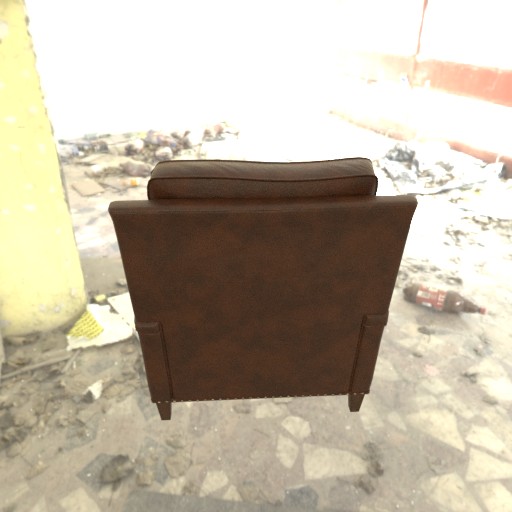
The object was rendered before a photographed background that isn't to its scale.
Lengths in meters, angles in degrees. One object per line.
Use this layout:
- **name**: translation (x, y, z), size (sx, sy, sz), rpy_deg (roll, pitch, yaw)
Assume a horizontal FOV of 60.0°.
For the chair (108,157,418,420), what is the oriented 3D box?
- **chair**: translation (0.000, 0.000, 1.861), size (0.854, 1.054, 1.035), rpy_deg (-2, 30, -3)
